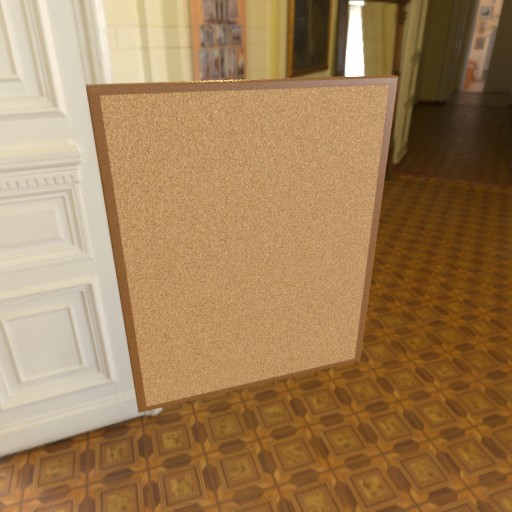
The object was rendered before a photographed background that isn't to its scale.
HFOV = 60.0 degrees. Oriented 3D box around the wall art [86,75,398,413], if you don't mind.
[{"bbox_3d":[0.000,0.000,0.511,0.310,0.379,0.015,-8,28,-16],"label":"wall art"}]
